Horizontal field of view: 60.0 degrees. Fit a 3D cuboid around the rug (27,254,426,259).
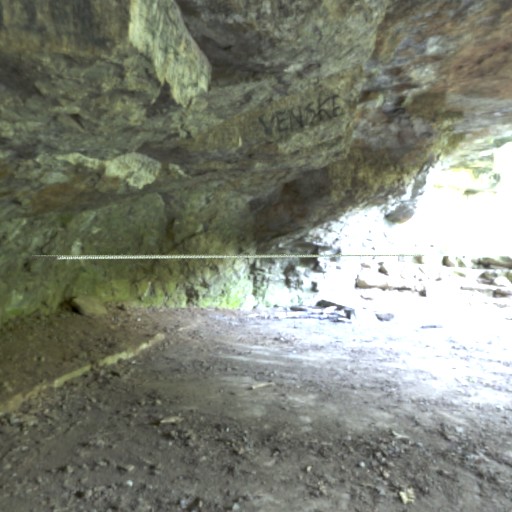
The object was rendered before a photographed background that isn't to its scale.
[{"bbox_3d":[0.000,0.000,2.046,1.824,0.009,0.562,0,1,-35],"label":"rug"}]
